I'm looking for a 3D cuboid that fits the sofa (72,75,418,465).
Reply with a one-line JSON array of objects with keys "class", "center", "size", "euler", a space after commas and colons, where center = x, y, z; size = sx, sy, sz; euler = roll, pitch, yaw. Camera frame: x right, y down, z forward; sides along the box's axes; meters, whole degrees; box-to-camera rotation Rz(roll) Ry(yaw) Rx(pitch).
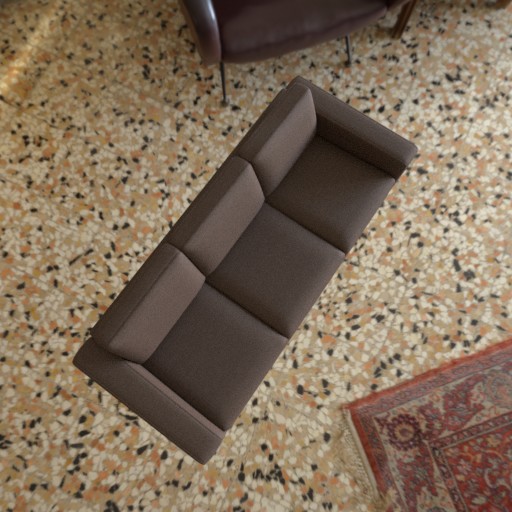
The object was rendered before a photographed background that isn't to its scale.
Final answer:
[{"class": "sofa", "center": [0.000, 0.000, 2.663], "size": [0.900, 0.806, 2.160], "euler": [34, 78, 8]}]
